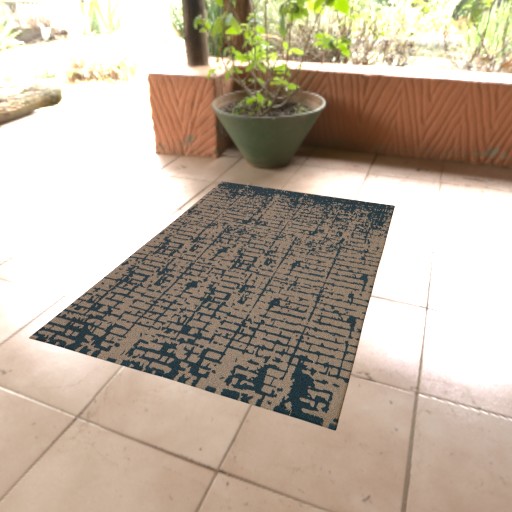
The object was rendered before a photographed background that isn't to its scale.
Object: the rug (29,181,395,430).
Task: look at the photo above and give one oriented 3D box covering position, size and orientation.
[{"bbox_3d":[0.000,0.000,2.294,1.220,0.007,1.828,11,32,18],"label":"rug"}]
